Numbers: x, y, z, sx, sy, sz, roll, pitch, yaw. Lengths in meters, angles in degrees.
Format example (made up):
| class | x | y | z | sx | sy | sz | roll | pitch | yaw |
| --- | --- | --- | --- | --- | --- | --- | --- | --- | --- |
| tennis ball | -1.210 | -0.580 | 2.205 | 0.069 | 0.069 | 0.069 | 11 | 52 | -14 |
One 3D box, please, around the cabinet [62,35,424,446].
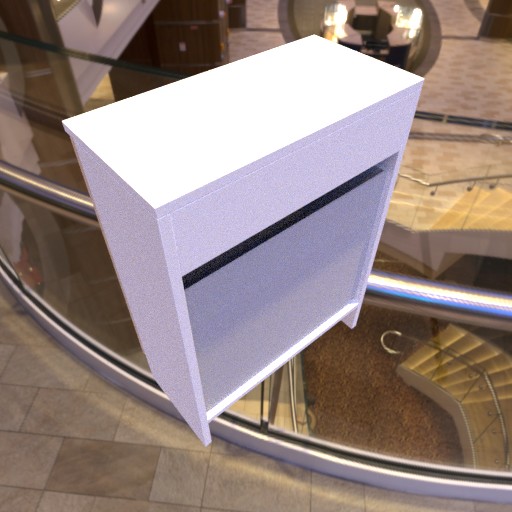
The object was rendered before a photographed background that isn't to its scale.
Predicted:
| class | x | y | z | sx | sy | sz | roll | pitch | yaw |
| --- | --- | --- | --- | --- | --- | --- | --- | --- | --- |
| cabinet | 0.000 | 0.000 | 1.088 | 0.600 | 0.815 | 0.296 | -31 | 54 | -27 |
